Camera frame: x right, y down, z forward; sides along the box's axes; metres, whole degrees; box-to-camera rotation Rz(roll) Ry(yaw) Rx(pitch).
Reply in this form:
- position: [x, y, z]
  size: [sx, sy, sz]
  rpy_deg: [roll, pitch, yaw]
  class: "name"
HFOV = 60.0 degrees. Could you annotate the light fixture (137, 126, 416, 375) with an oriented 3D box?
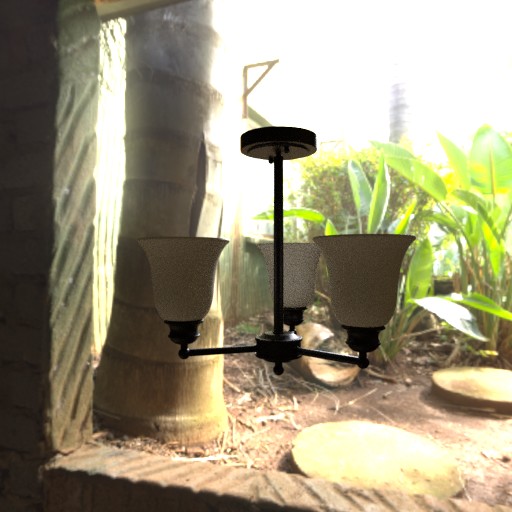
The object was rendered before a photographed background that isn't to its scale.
- position: [0.000, 0.000, 0.679]
  size: [0.354, 0.370, 0.388]
  rpy_deg: [0, -1, -17]
  class: "light fixture"
